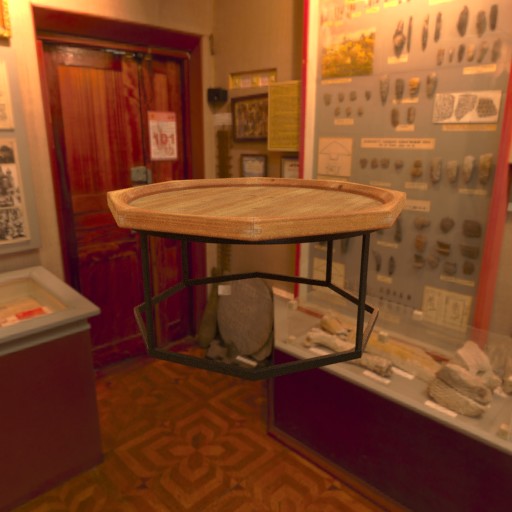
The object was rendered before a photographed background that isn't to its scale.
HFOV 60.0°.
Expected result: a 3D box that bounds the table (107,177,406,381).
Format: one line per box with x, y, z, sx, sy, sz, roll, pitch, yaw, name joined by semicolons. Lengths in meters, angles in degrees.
0.000;0.000;1.542;1.002;0.444;1.002;0;16;0;table
